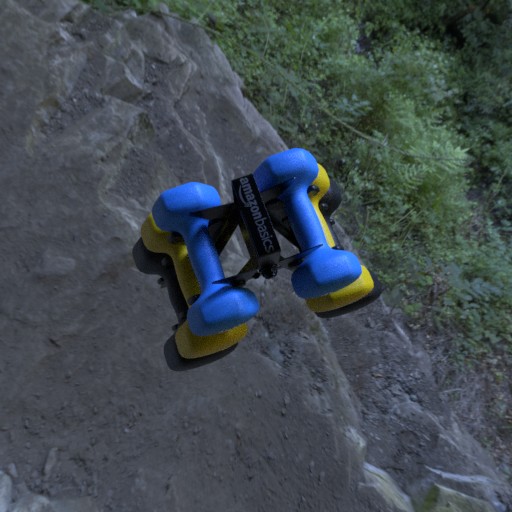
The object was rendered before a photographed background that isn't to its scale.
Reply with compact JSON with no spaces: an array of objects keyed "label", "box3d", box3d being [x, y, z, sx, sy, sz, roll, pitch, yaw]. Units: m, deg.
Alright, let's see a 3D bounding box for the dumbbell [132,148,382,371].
[{"label":"dumbbell","box3d":[0.000,0.000,0.685,0.409,0.426,0.255,-19,78,-4]}]
